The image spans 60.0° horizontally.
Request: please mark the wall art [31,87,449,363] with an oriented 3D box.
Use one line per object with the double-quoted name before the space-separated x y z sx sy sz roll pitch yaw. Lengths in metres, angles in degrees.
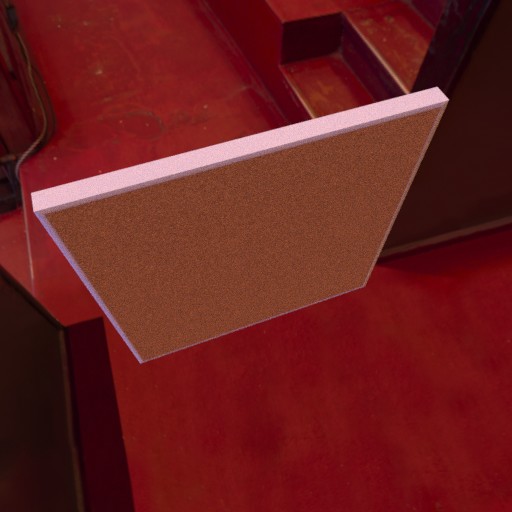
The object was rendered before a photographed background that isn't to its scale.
"wall art" 0.000 0.000 1.109 0.768 0.765 0.041 -17 60 -10
